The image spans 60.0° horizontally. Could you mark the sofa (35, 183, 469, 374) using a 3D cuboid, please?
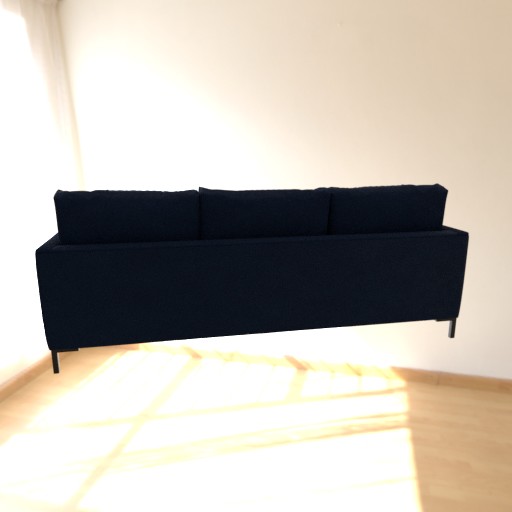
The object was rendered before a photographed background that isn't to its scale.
[{"bbox_3d":[0.000,0.000,2.667,2.252,0.879,0.875,-3,14,-11],"label":"sofa"}]
